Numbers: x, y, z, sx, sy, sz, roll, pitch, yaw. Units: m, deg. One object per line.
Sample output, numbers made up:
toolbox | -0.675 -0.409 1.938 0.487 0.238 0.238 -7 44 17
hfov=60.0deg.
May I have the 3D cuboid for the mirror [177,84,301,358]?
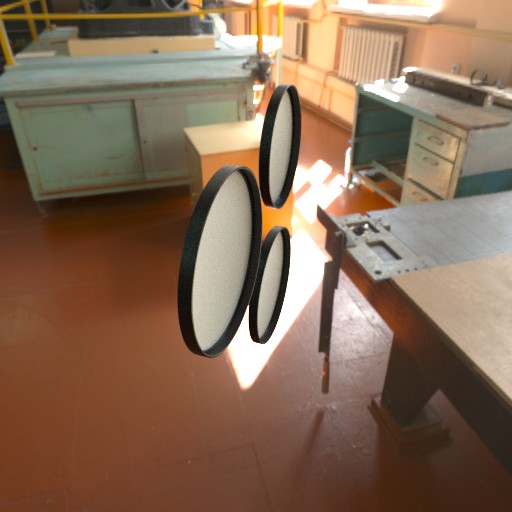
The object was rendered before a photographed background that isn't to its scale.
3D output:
mirror | 0.000 0.000 3.168 0.076 2.096 2.160 10 33 16
